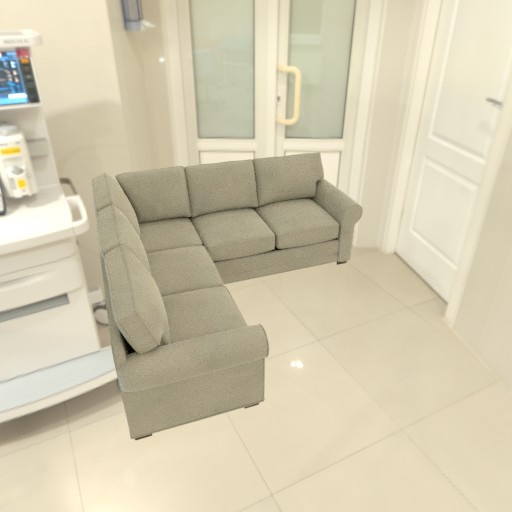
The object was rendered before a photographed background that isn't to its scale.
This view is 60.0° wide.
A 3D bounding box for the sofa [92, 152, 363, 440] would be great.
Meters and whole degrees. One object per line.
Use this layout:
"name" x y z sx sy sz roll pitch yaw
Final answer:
"sofa" 0.000 0.000 3.923 2.562 1.053 2.487 -11 32 -17
